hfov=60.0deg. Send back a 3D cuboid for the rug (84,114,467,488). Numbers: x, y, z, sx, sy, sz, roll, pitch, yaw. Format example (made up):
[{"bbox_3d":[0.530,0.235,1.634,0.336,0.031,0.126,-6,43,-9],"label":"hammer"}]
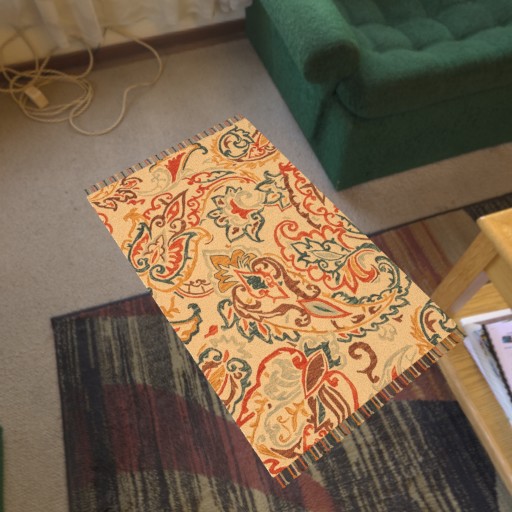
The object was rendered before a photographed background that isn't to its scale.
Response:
[{"bbox_3d":[0.000,0.000,3.191,1.523,0.010,2.584,-32,64,-18],"label":"rug"}]
